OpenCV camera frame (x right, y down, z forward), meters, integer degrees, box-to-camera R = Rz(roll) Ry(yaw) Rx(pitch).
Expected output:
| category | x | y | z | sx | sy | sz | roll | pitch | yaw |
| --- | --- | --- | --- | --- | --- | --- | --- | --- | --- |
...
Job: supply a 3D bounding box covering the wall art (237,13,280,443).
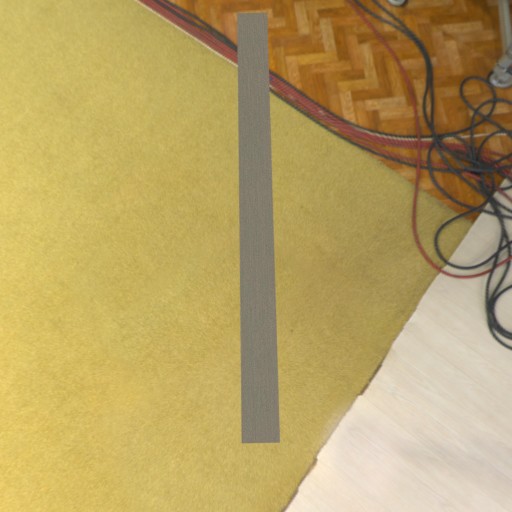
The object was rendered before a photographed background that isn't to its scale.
| category | x | y | z | sx | sy | sz | roll | pitch | yaw |
| --- | --- | --- | --- | --- | --- | --- | --- | --- | --- |
| wall art | 0.000 | 0.000 | 0.746 | 0.038 | 0.506 | 0.508 | -1 | 76 | 0 |
